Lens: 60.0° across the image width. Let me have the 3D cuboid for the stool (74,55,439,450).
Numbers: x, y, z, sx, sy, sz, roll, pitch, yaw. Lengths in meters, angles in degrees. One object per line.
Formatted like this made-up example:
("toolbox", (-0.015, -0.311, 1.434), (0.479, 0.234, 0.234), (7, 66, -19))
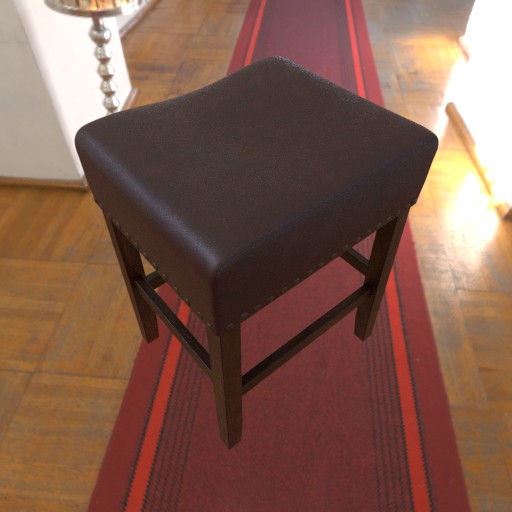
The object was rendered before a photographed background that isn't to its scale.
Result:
("stool", (0.000, 0.000, 0.929), (0.465, 0.608, 0.397), (-31, 55, -26))
